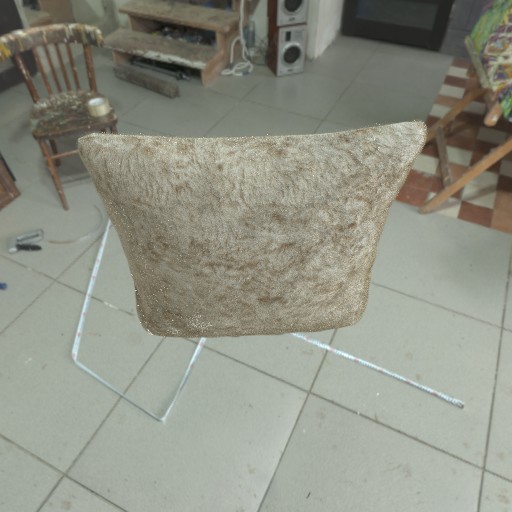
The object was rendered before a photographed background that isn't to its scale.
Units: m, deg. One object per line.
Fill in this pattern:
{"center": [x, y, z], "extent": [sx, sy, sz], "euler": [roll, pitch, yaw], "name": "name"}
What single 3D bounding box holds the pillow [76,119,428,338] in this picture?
{"center": [0.000, 0.000, 0.837], "extent": [0.538, 0.525, 0.216], "euler": [-3, 47, -2], "name": "pillow"}
